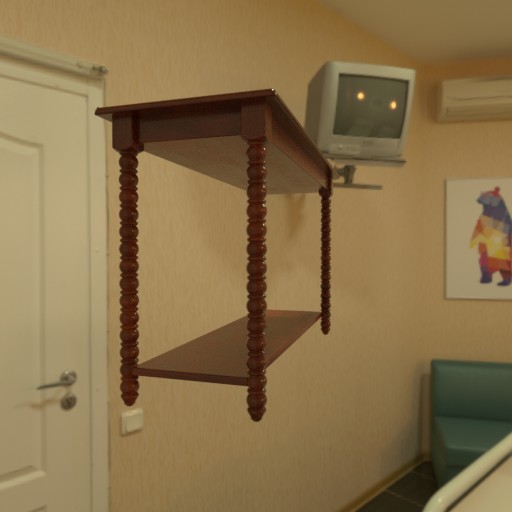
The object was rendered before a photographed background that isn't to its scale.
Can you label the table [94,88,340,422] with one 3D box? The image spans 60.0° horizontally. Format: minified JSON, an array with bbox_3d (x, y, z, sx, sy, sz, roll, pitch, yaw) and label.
[{"bbox_3d":[0.000,0.000,1.576,0.459,0.740,1.184,0,1,17],"label":"table"}]
